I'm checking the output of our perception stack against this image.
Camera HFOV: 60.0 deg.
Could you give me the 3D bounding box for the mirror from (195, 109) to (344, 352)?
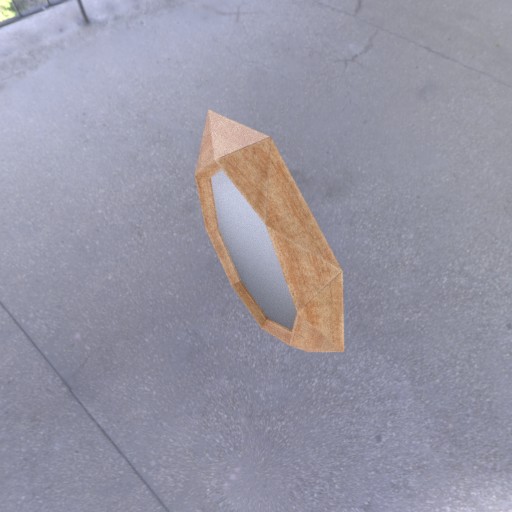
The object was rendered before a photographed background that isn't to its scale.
[{"bbox_3d":[0.000,0.000,1.028,0.070,0.774,0.577,-31,68,-14],"label":"mirror"}]
